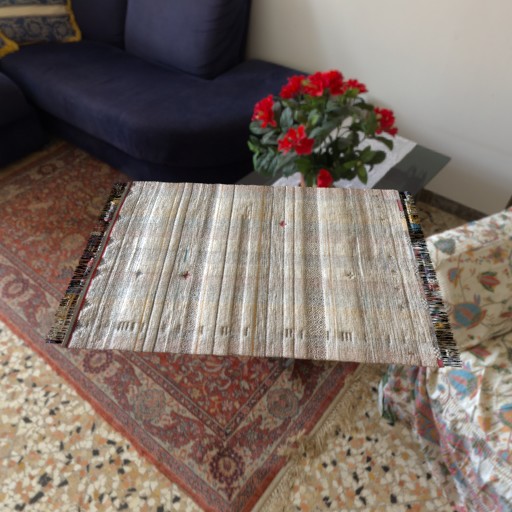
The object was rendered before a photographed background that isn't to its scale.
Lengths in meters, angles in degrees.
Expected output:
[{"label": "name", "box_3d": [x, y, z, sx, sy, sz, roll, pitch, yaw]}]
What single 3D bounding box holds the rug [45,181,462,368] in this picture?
[{"label": "rug", "box_3d": [0.000, 0.000, 2.327, 1.848, 0.012, 1.217, 2, 46, 2]}]
